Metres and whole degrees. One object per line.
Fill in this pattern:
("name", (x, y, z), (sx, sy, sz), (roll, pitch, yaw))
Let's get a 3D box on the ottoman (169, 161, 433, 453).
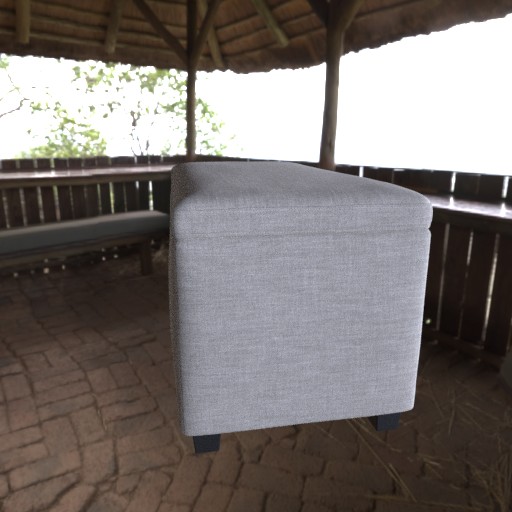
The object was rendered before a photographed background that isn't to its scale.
("ottoman", (0.000, 0.000, 1.099), (0.419, 0.432, 0.902), (-3, 15, -10))
